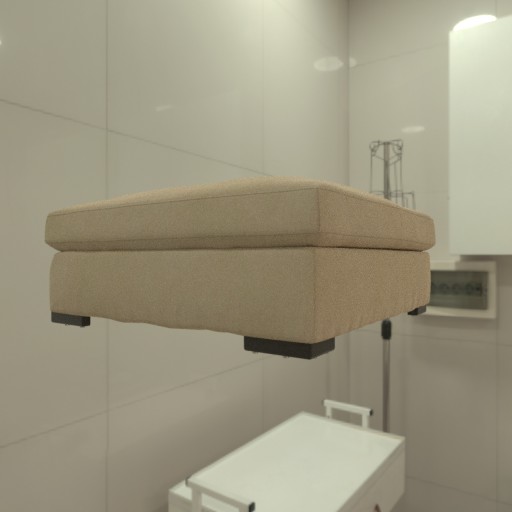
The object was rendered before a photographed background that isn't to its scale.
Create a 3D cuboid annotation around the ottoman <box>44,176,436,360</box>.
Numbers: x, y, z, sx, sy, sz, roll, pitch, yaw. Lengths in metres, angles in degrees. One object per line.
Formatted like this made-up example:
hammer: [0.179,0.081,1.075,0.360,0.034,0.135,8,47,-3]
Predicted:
ottoman: [0.000,0.000,1.857,1.190,0.522,1.205,0,0,34]
